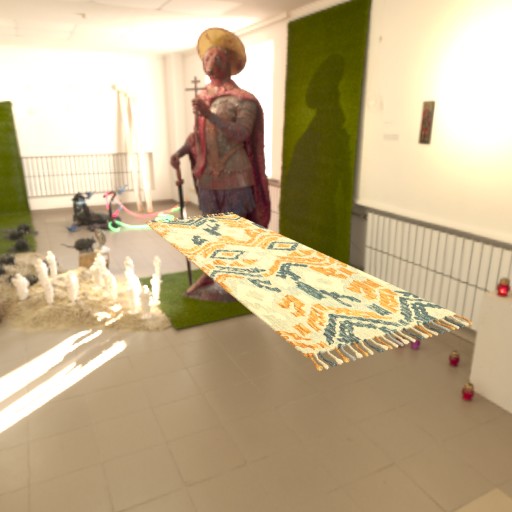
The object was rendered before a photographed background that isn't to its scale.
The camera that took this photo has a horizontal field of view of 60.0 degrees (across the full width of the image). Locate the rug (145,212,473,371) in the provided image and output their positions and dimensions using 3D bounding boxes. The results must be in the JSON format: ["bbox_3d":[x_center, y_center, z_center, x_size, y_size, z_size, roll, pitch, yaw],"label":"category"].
[{"bbox_3d":[0.000,0.000,2.669,0.783,0.010,2.437,-9,20,-26],"label":"rug"}]
